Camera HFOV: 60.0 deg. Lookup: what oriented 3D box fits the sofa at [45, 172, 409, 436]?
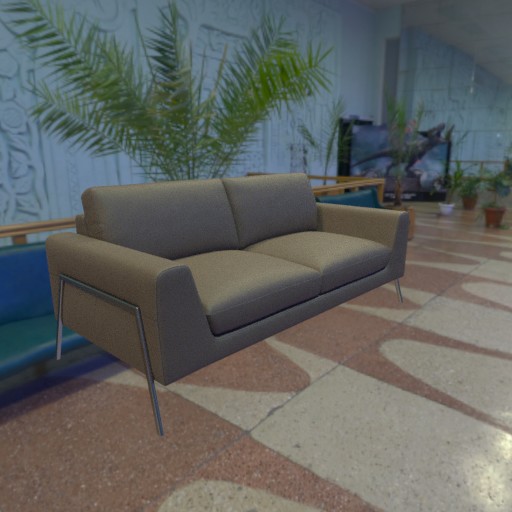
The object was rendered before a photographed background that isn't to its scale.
[{"bbox_3d":[0.000,0.000,2.570,0.953,0.875,2.017,13,19,42],"label":"sofa"}]
